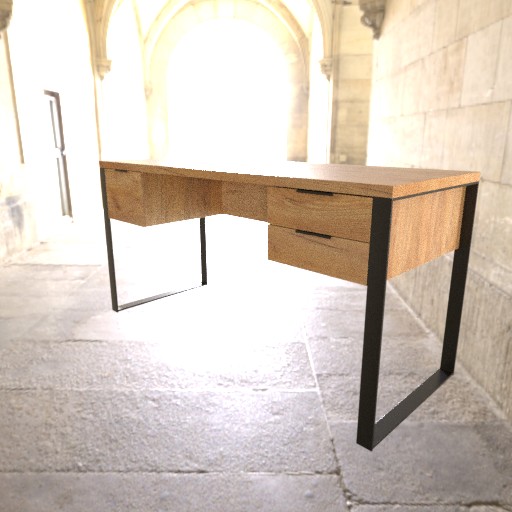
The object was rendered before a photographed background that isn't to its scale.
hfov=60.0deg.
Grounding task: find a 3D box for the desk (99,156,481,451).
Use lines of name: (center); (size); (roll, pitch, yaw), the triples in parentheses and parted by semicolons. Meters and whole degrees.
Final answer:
desk: (0.000, 0.000, 1.892); (1.520, 0.760, 0.600); (15, 21, 43)
